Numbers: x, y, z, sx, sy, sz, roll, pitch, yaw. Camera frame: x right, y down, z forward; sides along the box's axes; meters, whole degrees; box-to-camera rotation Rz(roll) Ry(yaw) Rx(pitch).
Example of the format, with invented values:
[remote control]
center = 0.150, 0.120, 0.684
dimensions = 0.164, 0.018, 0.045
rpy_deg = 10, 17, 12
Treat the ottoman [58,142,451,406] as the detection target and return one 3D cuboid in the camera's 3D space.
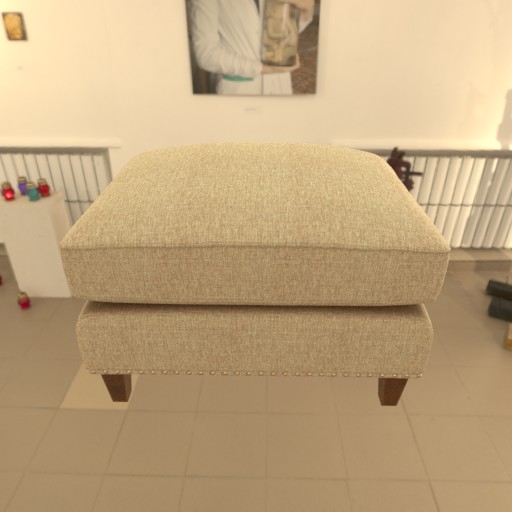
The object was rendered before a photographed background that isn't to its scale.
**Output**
[ottoman]
center = 0.000, 0.000, 1.142
dimensions = 0.741, 0.513, 0.584
rpy_deg = 1, 30, 1
